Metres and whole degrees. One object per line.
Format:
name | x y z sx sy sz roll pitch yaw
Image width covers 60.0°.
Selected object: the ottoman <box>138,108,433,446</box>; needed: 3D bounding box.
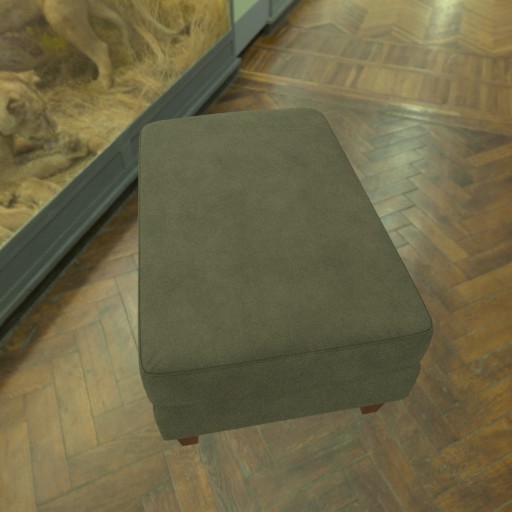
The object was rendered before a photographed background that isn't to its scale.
ottoman | 0.000 0.000 1.214 0.584 0.483 0.864 -7 48 -7
